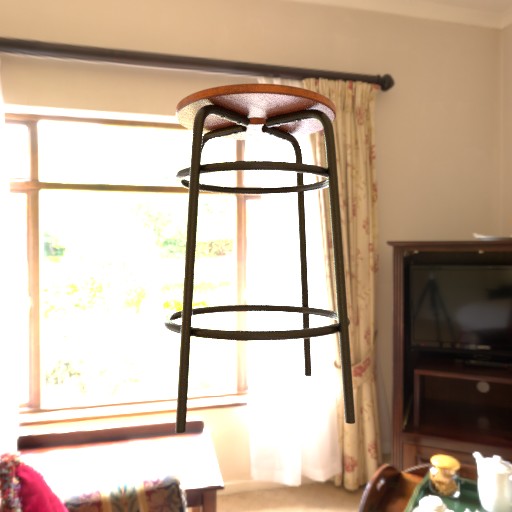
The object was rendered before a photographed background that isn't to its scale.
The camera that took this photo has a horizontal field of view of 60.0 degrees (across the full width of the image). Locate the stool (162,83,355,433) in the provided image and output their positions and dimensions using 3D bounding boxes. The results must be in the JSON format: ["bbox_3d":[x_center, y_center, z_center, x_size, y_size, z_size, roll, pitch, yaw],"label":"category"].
[{"bbox_3d":[0.000,0.000,0.947,0.455,0.610,0.455,0,1,37],"label":"stool"}]
